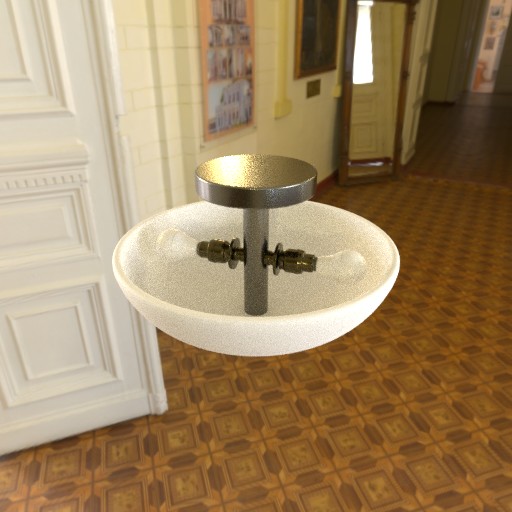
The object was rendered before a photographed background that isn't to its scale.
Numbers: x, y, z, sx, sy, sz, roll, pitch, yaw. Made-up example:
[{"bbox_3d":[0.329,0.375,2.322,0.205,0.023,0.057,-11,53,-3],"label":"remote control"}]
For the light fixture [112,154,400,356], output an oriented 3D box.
[{"bbox_3d":[0.000,0.000,0.536,0.330,0.214,0.330,0,27,0],"label":"light fixture"}]
